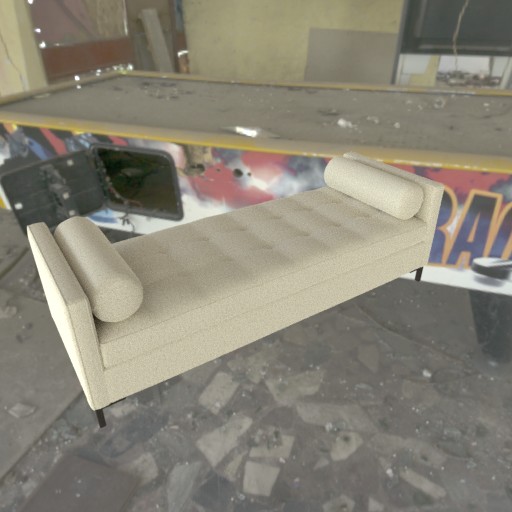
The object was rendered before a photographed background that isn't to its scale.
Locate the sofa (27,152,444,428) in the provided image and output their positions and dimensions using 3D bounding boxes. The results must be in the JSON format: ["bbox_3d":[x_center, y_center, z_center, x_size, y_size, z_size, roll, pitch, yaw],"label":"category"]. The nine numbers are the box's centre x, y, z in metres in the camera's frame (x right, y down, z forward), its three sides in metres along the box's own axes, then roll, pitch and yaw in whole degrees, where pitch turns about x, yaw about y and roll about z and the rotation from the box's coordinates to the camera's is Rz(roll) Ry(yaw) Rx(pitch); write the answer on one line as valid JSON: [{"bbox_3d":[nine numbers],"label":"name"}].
[{"bbox_3d":[0.000,0.000,2.326,1.985,0.641,0.746,-18,35,-28],"label":"sofa"}]
